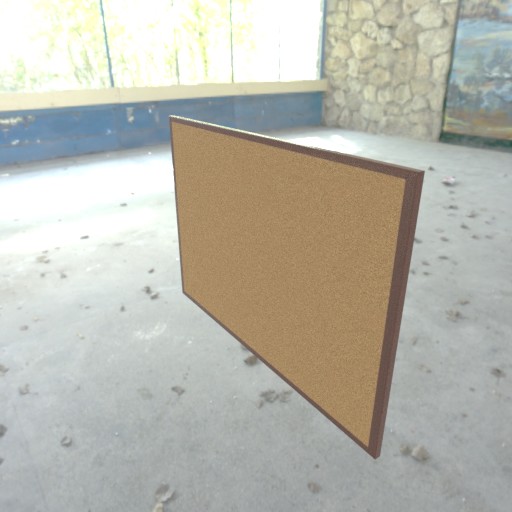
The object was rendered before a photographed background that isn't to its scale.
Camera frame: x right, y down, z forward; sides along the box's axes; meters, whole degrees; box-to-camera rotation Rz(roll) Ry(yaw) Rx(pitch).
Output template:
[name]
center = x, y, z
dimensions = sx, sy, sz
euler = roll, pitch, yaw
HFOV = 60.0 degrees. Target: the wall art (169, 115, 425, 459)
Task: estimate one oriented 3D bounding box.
[wall art]
center = 0.000, 0.000, 0.849
dimensions = 0.014, 0.455, 0.660
euler = -16, 29, -32
